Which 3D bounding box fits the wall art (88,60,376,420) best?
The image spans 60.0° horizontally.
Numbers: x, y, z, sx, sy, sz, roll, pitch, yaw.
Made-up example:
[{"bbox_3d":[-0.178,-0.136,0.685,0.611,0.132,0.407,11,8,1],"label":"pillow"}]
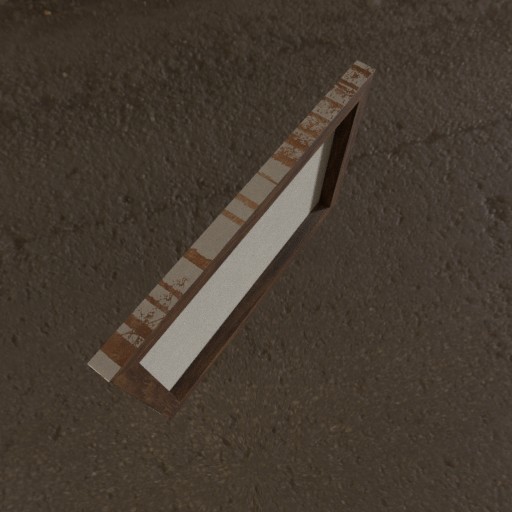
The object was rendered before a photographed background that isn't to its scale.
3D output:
[{"bbox_3d":[0.000,0.000,0.792,0.035,0.405,0.609,33,68,15],"label":"wall art"}]
